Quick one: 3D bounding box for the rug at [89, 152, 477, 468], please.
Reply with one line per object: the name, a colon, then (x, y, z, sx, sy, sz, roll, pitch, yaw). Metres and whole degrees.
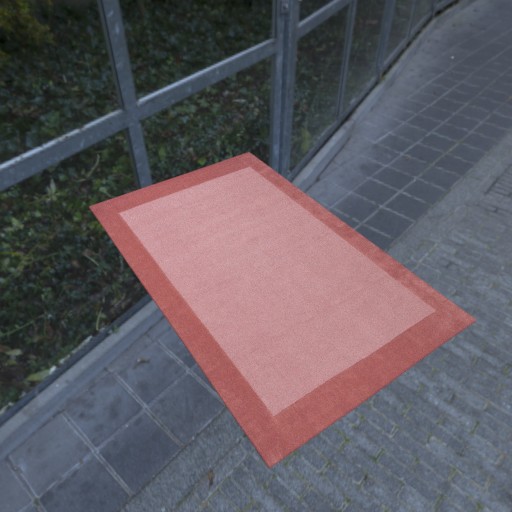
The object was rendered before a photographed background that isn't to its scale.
rug: (0.000, 0.000, 3.069, 1.524, 0.014, 2.438, -25, 48, -25)
